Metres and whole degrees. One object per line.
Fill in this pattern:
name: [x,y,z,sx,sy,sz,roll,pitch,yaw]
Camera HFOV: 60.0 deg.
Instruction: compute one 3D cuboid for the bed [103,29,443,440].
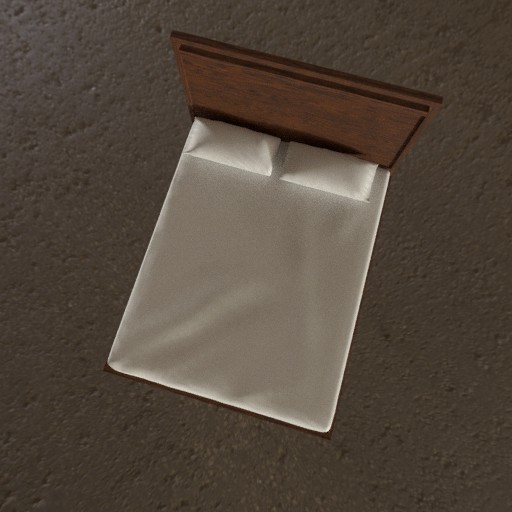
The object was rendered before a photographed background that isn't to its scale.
bed: [0.000,0.000,3.244,1.765,1.487,2.218,16,76,4]
